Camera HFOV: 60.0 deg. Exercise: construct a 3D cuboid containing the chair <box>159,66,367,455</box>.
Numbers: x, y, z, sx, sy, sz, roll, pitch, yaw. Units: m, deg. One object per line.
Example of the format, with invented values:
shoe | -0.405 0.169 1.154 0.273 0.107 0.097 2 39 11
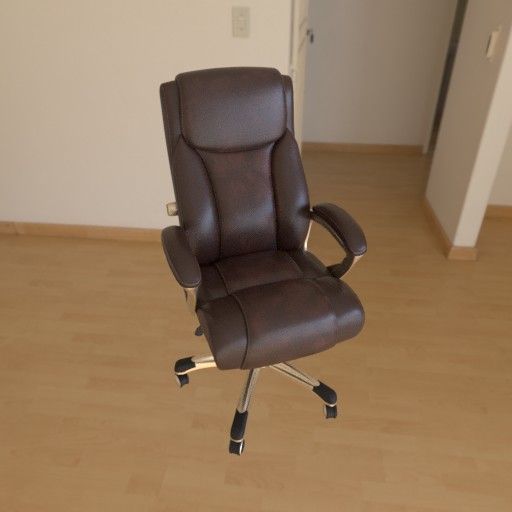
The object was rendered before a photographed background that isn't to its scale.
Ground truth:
chair | 0.000 0.000 1.624 0.692 1.194 0.749 -10 33 -16
